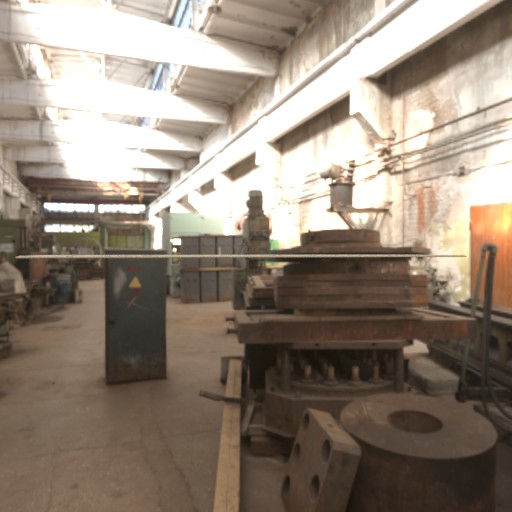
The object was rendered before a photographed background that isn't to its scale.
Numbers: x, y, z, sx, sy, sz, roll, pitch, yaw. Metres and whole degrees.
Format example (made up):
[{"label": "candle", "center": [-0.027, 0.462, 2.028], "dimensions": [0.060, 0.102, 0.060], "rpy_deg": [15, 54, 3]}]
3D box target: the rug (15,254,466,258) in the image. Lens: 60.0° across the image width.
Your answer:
[{"label": "rug", "center": [0.000, 0.000, 2.386], "dimensions": [2.196, 0.011, 0.662], "rpy_deg": [0, 0, -18]}]
